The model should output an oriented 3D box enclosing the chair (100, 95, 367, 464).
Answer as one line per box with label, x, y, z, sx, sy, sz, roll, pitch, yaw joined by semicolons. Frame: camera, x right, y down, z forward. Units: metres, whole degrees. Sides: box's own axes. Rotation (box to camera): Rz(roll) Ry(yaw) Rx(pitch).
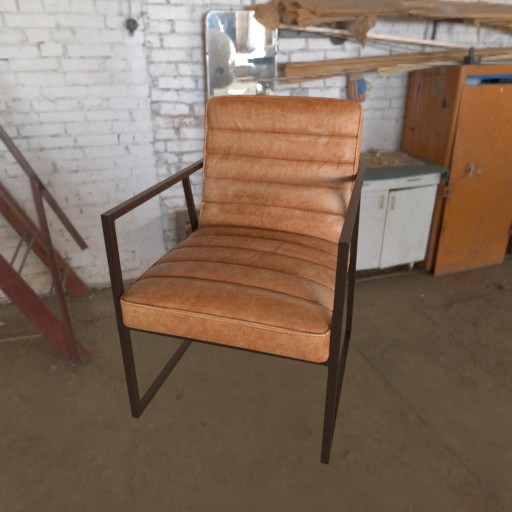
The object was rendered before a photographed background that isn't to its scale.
chair;0.000;0.000;1.294;0.571;0.832;0.677;7;27;15
